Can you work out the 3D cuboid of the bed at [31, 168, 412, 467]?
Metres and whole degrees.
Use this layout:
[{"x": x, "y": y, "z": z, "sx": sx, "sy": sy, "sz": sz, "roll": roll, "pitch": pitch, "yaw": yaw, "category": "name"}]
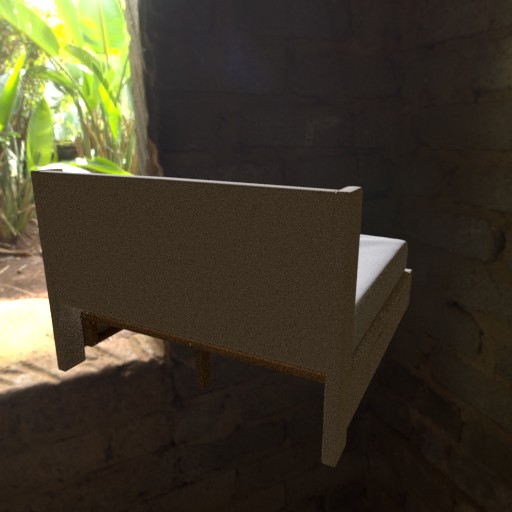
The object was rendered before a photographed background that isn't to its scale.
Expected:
[{"x": 0.000, "y": 0.000, "z": 3.585, "sx": 2.145, "sy": 1.471, "sz": 2.293, "roll": 8, "pitch": 18, "yaw": 26, "category": "bed"}]
